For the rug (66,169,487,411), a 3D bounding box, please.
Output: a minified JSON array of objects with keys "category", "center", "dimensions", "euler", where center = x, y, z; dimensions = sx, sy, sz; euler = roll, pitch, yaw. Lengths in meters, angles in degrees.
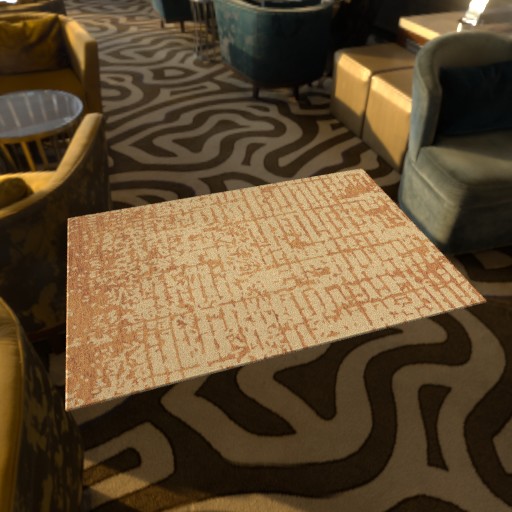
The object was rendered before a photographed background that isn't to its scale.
[{"category":"rug","center":[0.000,0.000,2.251],"dimensions":[1.829,0.011,1.219],"euler":[-12,43,-13]}]
